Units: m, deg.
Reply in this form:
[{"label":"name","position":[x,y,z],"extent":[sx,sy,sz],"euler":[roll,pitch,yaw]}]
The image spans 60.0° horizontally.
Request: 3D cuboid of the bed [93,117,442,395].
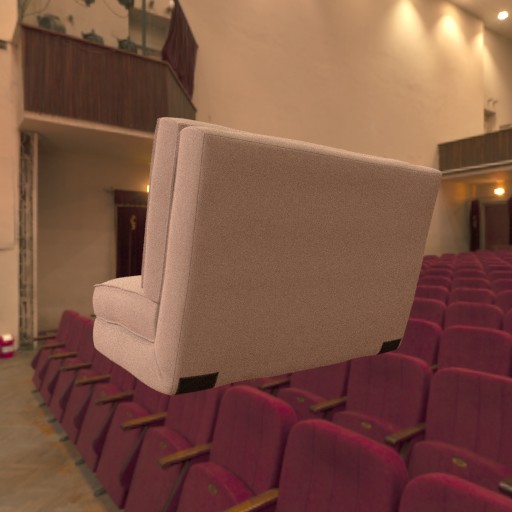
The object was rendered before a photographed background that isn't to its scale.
[{"label":"bed","position":[0.000,0.000,1.332],"extent":[0.799,0.614,0.749],"euler":[0,1,-35]}]
